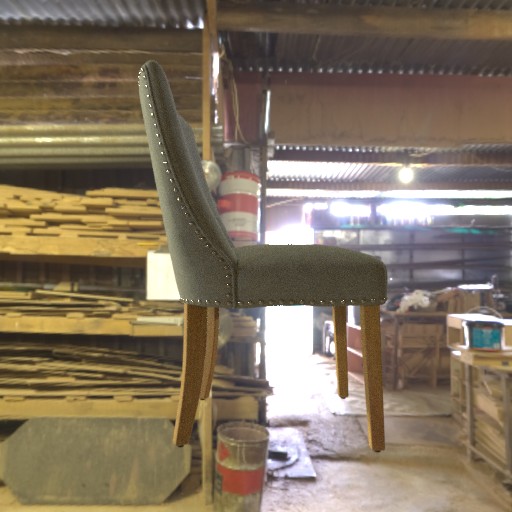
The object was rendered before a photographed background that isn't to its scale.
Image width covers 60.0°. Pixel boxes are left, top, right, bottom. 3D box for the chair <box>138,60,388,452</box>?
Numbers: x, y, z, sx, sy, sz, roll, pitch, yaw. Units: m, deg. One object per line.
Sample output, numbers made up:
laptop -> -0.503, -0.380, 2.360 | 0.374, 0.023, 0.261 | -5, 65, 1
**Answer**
chair -> 0.000, 0.000, 1.236 | 0.610, 0.902, 0.495 | 0, -2, 1
